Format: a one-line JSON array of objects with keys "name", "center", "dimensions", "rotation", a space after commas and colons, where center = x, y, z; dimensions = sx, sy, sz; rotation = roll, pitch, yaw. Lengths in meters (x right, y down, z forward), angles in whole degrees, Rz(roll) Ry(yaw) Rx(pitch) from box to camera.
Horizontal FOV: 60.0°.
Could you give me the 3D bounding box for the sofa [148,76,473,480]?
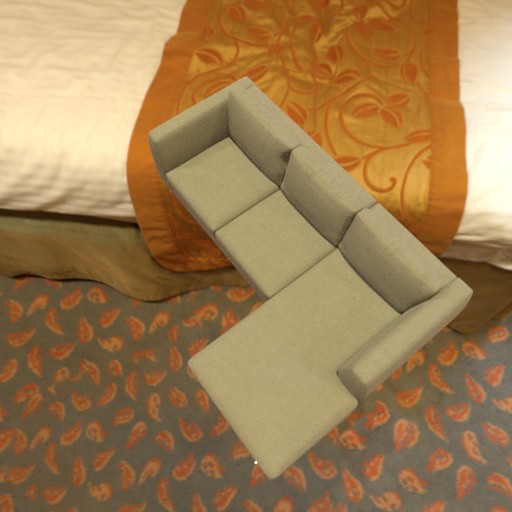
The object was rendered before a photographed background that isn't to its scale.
[{"name": "sofa", "center": [0.000, 0.000, 3.037], "dimensions": [1.580, 0.860, 2.300], "rotation": [-35, 70, -15]}]
